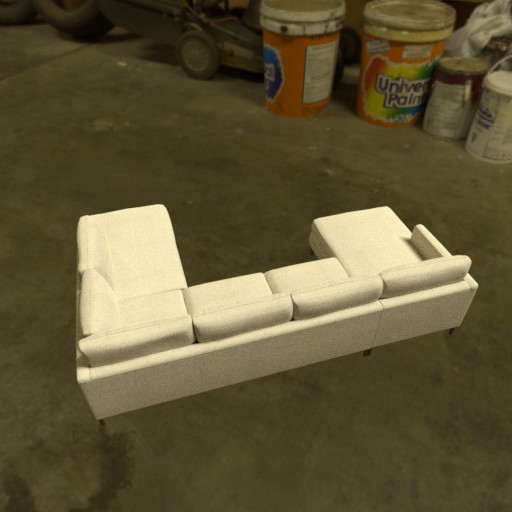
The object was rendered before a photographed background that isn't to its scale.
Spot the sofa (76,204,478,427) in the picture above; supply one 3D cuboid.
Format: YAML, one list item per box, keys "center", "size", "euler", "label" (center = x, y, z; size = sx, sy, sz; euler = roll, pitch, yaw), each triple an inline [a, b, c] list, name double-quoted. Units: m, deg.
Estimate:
- center: [0.000, 0.000, 3.576]
  size: [2.737, 0.756, 1.879]
  euler: [-11, 43, -12]
  label: "sofa"
